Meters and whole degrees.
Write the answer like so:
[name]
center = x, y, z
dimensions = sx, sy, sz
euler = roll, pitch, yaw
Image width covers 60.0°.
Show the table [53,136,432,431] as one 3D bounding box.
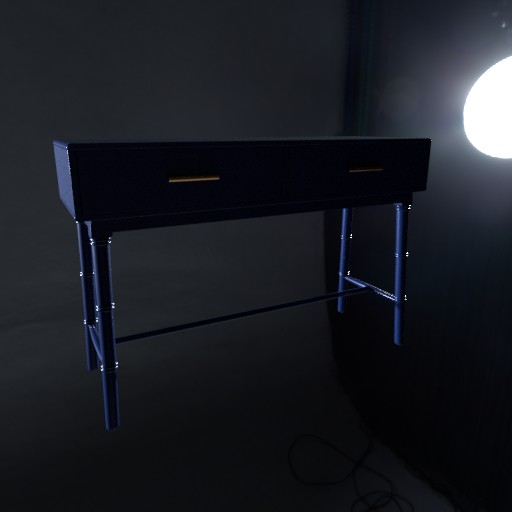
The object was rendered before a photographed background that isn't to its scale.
[table]
center = 0.000, 0.000, 1.465
dimensions = 1.118, 0.749, 0.399
euler = -8, 18, -27
